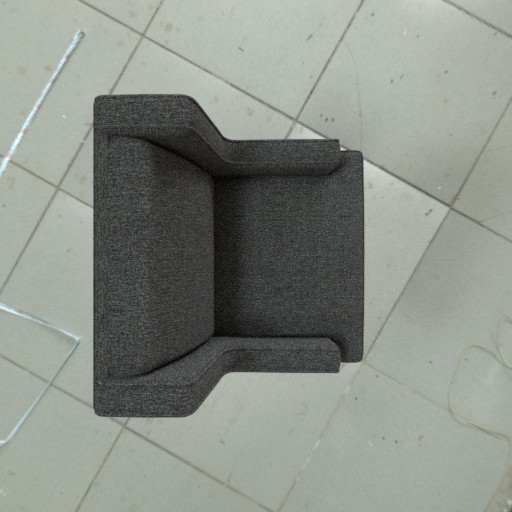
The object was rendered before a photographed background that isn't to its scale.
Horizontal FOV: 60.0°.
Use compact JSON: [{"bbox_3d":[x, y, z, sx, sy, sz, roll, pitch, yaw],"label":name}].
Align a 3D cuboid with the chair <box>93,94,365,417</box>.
[{"bbox_3d":[0.000,0.000,1.796,0.927,1.082,0.942,0,90,1],"label":"chair"}]
